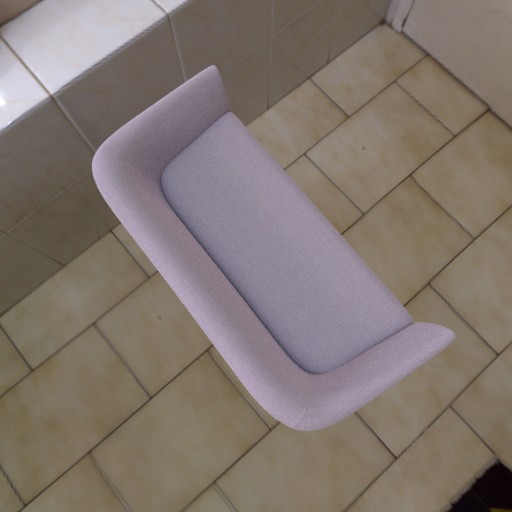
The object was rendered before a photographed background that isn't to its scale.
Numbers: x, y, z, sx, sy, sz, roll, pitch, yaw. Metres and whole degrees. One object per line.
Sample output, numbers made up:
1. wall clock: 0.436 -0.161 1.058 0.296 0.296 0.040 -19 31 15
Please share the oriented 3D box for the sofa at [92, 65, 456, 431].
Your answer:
1. sofa: 0.000 0.000 1.874 0.705 0.721 1.452 -37 78 -9
